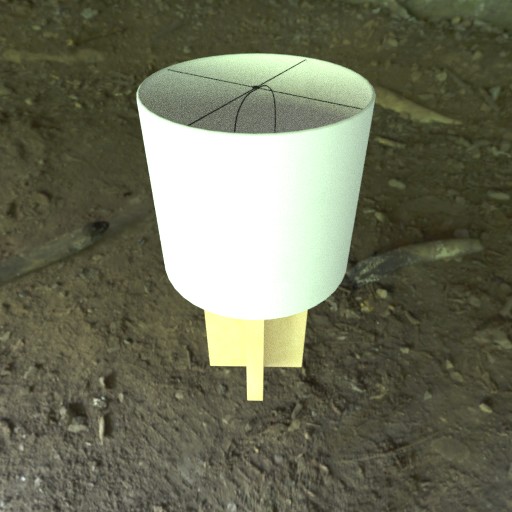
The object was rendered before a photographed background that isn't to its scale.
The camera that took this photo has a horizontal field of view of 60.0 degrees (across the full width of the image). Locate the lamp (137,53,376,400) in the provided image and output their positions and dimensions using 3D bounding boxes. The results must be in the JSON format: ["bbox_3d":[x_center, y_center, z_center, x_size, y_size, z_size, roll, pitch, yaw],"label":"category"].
[{"bbox_3d":[0.000,0.000,0.566,0.229,0.428,0.229,1,39,1],"label":"lamp"}]
